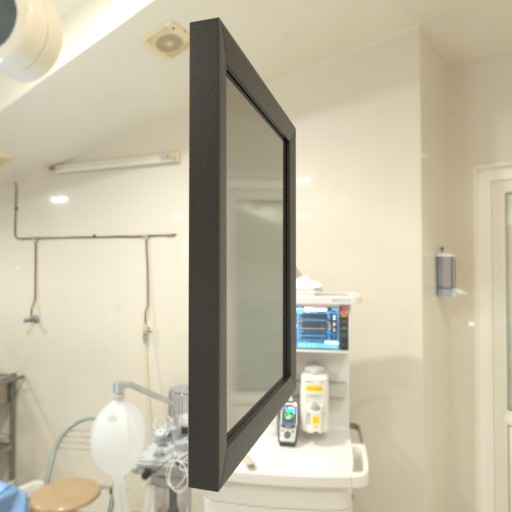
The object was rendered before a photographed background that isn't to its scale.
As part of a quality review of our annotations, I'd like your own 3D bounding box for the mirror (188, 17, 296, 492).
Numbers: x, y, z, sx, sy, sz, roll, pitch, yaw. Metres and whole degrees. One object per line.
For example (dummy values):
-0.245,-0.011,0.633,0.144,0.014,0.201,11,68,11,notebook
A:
0.000,0.000,0.673,0.041,0.508,0.405,0,-1,17,mirror
